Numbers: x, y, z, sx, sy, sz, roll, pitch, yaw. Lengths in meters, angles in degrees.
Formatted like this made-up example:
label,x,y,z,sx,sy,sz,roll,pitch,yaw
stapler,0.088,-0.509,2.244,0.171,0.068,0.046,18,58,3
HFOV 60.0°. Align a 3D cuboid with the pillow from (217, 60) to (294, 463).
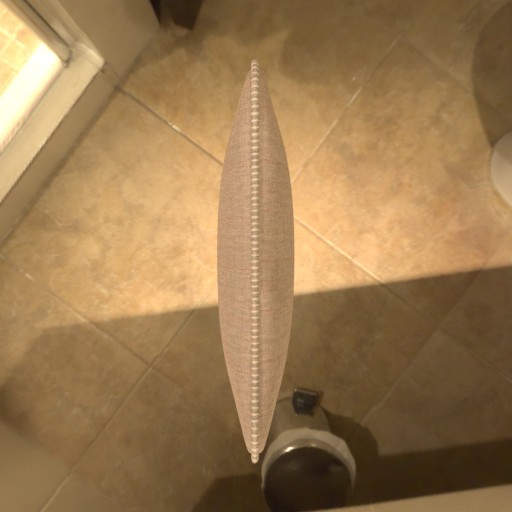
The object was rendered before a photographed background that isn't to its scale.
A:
label,x,y,z,sx,sy,sz,roll,pitch,yaw
pillow,0.000,0.000,0.752,0.124,0.494,0.485,0,92,0
